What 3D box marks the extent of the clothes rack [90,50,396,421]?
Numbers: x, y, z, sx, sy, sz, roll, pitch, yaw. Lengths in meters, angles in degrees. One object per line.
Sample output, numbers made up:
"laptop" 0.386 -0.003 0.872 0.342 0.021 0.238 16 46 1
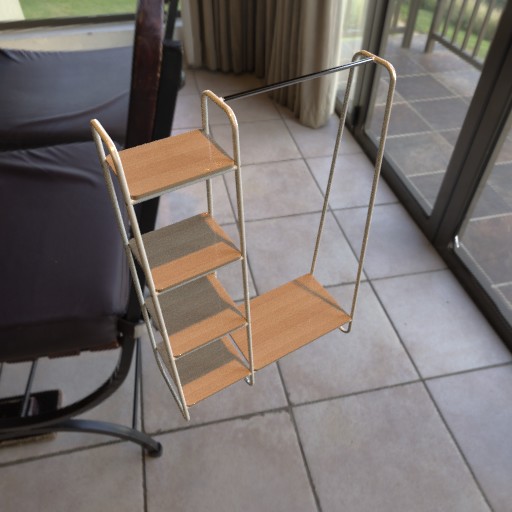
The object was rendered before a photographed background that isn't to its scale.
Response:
"clothes rack" 0.000 0.000 1.925 1.011 1.500 0.400 -23 50 -21
